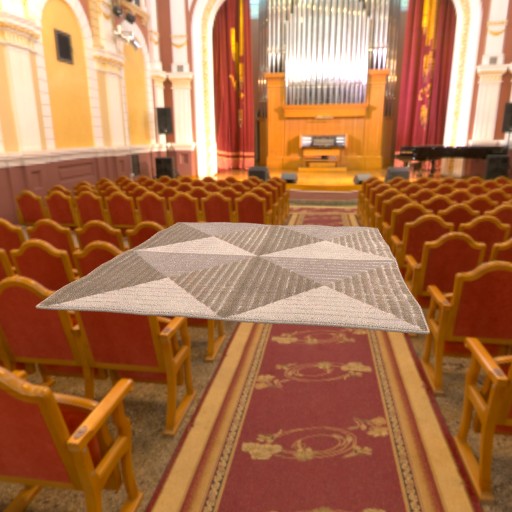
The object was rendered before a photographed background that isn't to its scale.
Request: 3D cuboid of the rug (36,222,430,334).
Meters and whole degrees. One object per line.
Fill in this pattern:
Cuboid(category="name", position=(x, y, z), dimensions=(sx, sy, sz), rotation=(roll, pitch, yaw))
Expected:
Cuboid(category="rug", position=(0.000, 0.000, 0.899), dimensions=(0.551, 0.008, 0.642), rotation=(2, 16, 9))
